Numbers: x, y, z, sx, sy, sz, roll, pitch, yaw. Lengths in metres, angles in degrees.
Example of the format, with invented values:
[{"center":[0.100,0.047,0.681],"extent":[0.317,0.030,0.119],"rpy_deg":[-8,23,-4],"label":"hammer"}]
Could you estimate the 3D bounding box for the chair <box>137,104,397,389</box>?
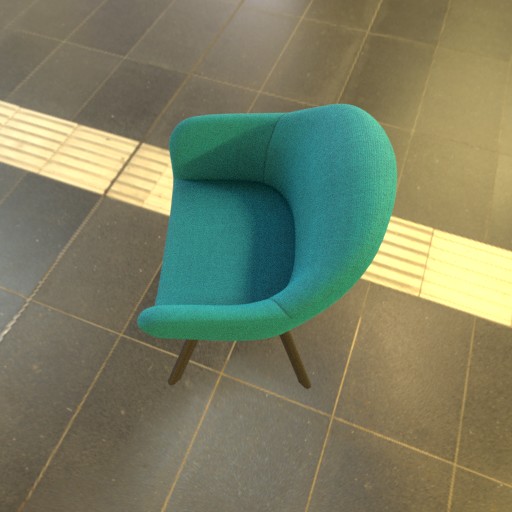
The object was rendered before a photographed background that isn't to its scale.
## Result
[{"center":[0.000,0.000,1.194],"extent":[0.550,0.795,0.590],"rpy_deg":[1,59,1],"label":"chair"}]
